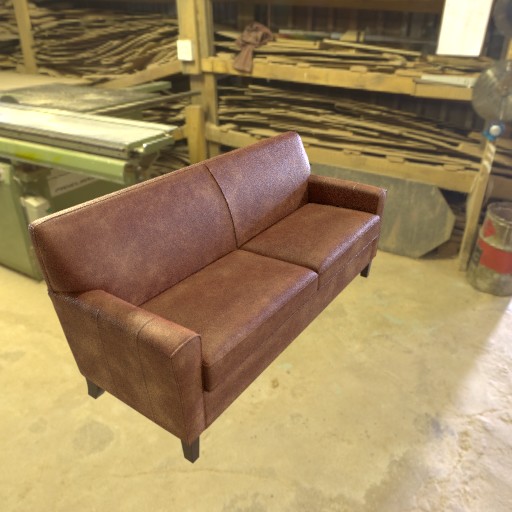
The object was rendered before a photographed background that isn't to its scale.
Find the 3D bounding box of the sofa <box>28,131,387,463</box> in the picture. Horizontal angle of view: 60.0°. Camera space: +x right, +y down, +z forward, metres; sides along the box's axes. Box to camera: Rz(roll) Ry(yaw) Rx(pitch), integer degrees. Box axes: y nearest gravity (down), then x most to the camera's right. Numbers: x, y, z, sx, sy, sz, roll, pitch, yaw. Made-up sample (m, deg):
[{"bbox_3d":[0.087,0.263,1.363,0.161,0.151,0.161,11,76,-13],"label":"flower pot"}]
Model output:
[{"bbox_3d":[0.000,0.000,2.503,0.805,0.947,2.053,18,33,30],"label":"sofa"}]
